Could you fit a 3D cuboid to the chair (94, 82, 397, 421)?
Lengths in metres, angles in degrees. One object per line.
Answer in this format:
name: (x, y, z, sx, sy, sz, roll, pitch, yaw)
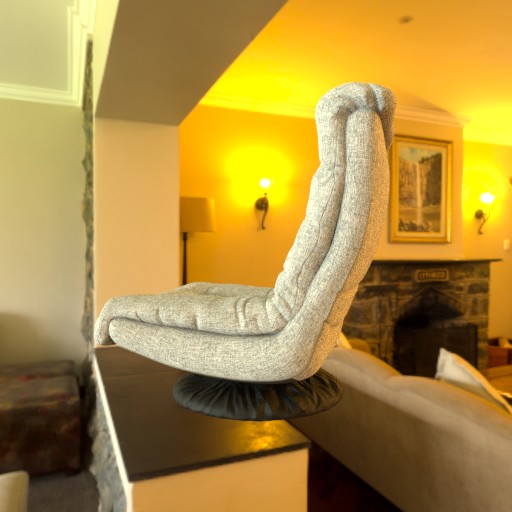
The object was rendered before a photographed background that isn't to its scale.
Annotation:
chair: (0.000, 0.000, 0.963, 0.583, 0.600, 0.400, 0, 0, 18)
